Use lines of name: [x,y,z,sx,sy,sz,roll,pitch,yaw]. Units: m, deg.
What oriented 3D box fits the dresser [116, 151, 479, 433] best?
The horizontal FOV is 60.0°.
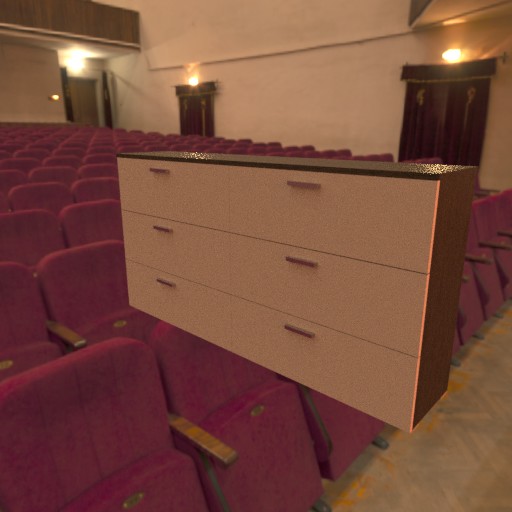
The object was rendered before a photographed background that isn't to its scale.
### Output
dresser: [0.000,0.000,1.840,1.535,0.790,0.333,14,21,40]
